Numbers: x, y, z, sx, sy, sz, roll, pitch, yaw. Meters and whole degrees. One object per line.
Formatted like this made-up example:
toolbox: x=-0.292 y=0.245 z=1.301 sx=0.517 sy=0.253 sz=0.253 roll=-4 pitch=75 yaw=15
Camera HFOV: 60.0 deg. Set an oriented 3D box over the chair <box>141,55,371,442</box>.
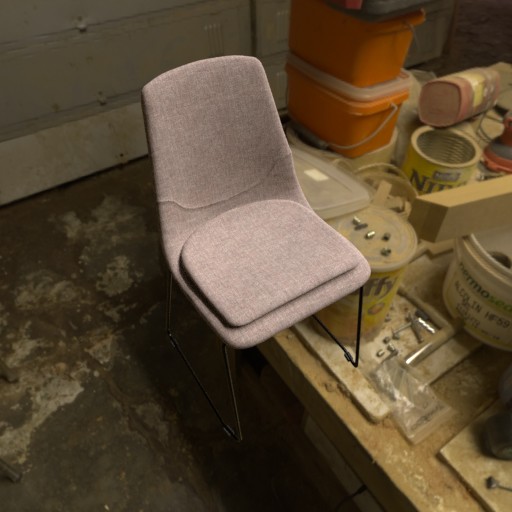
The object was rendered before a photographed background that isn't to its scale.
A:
chair: x=0.000 y=0.000 z=1.183 sx=0.479 sy=0.858 sz=0.518 roll=-25 pitch=51 yaw=-22
